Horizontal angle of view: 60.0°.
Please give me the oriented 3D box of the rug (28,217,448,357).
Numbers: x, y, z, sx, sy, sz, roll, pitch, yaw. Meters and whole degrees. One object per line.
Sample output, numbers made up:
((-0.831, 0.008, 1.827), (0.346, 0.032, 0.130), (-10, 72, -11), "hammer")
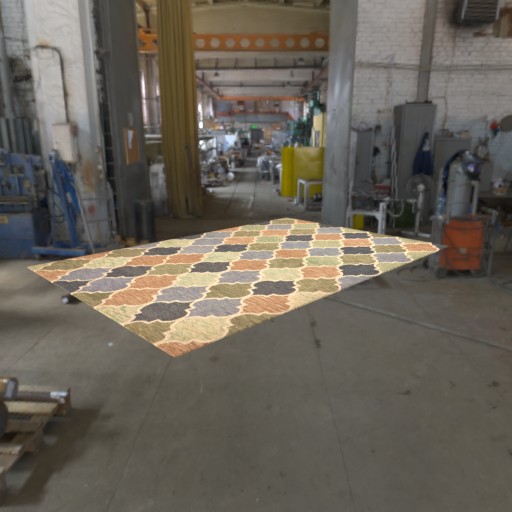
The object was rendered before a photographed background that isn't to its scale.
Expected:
((0.000, 0.000, 2.290), (1.828, 0.006, 1.216), (-15, 21, -42), "rug")
